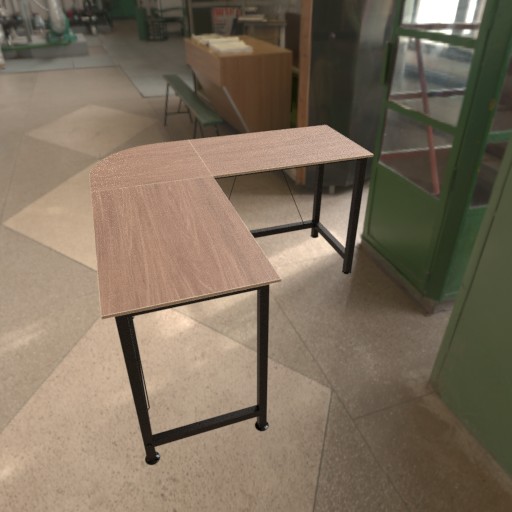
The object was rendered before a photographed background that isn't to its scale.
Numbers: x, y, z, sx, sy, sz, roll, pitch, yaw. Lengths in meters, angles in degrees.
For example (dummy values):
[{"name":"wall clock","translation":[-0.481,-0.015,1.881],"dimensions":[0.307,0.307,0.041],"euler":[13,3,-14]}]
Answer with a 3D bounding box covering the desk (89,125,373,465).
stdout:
[{"name":"desk","translation":[0.000,0.000,2.187],"dimensions":[1.400,0.762,1.400],"euler":[-11,35,-16]}]
